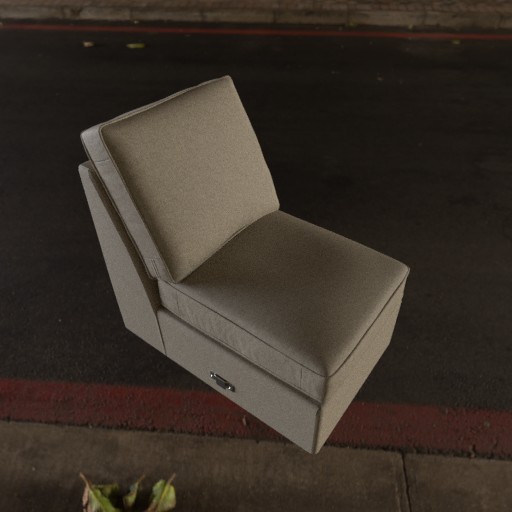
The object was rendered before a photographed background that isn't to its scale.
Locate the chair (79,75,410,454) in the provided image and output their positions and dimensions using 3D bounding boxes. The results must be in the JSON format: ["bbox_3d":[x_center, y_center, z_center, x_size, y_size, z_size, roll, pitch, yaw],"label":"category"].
[{"bbox_3d":[0.000,0.000,1.685,1.020,1.058,0.674,26,46,27],"label":"chair"}]
